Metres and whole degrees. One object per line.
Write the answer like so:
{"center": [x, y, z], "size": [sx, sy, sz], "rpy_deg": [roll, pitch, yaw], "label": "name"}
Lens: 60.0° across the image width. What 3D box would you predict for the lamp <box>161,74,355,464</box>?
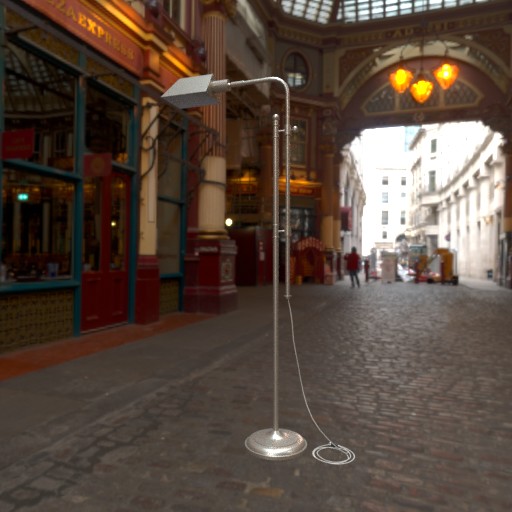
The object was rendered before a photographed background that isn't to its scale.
{"center": [0.000, 0.000, 1.856], "size": [0.813, 1.571, 0.256], "rpy_deg": [0, 0, 19], "label": "lamp"}
